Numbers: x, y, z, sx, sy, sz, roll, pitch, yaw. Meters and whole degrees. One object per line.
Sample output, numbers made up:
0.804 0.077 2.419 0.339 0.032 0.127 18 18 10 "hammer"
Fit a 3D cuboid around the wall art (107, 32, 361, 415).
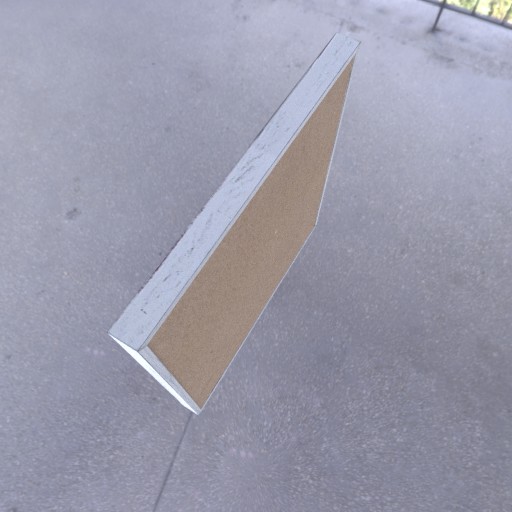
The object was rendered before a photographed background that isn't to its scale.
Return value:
0.000 0.000 0.754 0.038 0.508 0.508 28 67 13 "wall art"
